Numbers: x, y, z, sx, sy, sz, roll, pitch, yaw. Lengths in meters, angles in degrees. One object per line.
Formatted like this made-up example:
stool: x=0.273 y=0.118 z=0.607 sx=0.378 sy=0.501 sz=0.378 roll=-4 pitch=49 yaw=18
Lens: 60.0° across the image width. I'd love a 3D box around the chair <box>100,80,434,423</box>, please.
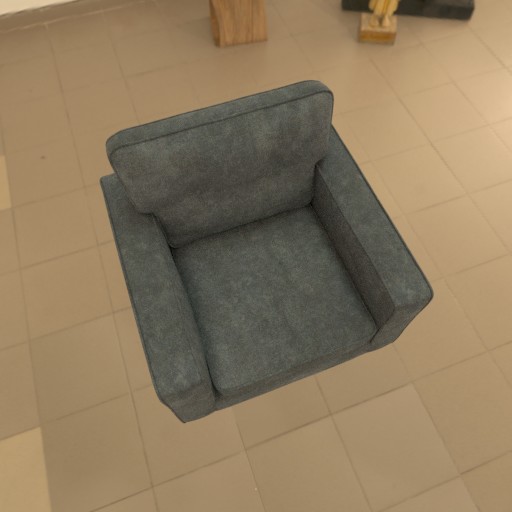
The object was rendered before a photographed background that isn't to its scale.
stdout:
chair: x=0.000 y=0.000 z=1.787 sx=1.015 sy=0.965 sz=0.939 roll=-18 pitch=64 yaw=-9
